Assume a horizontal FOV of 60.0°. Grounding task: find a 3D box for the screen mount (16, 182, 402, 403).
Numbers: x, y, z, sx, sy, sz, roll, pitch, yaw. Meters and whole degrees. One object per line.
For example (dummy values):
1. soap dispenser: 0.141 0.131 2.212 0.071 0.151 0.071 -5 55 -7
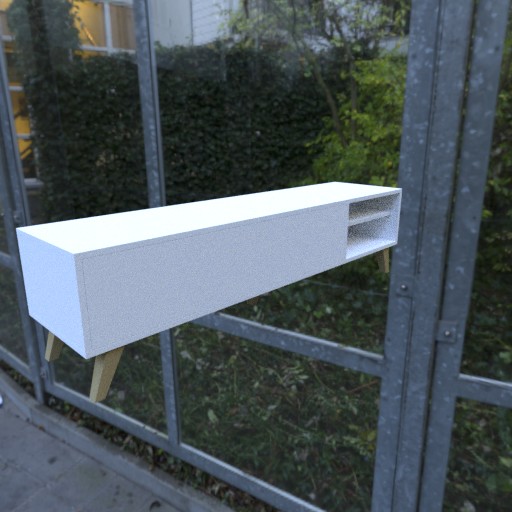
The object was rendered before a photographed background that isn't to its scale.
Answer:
1. screen mount: 0.000 0.000 1.816 0.399 0.432 1.644 15 22 42
